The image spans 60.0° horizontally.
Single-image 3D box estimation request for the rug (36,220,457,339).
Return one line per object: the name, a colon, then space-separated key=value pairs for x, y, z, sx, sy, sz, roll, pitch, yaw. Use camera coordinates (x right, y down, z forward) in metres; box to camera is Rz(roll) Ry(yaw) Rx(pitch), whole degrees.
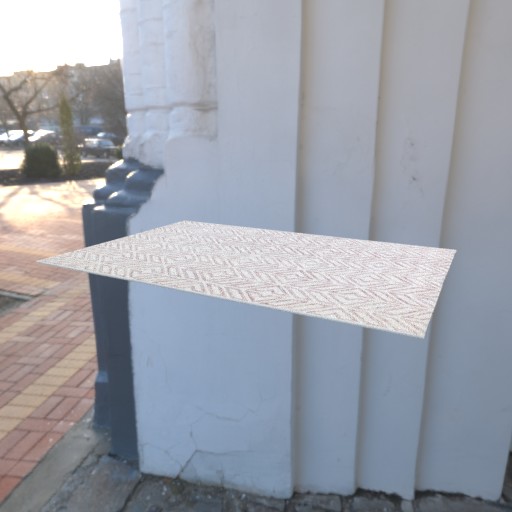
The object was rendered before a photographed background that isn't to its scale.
rug: x=0.000 y=0.000 z=2.302 sx=1.828 sy=0.007 sz=1.220 roll=8 pitch=17 yaw=27
